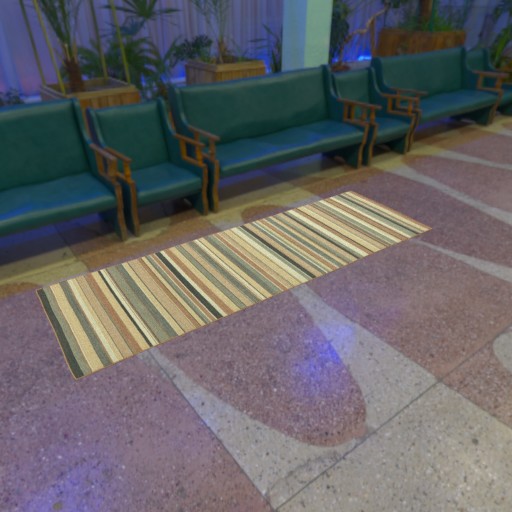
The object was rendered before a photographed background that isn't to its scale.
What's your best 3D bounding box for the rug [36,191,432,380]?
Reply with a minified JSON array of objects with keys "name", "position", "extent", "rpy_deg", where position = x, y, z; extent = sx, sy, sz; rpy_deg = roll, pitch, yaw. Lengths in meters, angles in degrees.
[{"name":"rug","position":[0.000,0.000,2.776],"extent":[2.444,0.010,0.799],"rpy_deg":[-20,37,-29]}]
